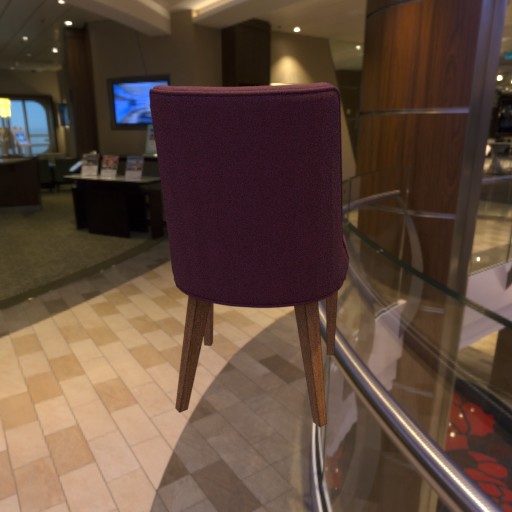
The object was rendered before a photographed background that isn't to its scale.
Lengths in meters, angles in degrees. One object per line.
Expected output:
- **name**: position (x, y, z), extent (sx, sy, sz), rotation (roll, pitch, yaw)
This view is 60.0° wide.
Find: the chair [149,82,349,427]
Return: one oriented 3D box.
- **chair**: position (0.000, 0.000, 1.310), extent (0.548, 0.916, 0.638), rotation (3, 16, 9)
